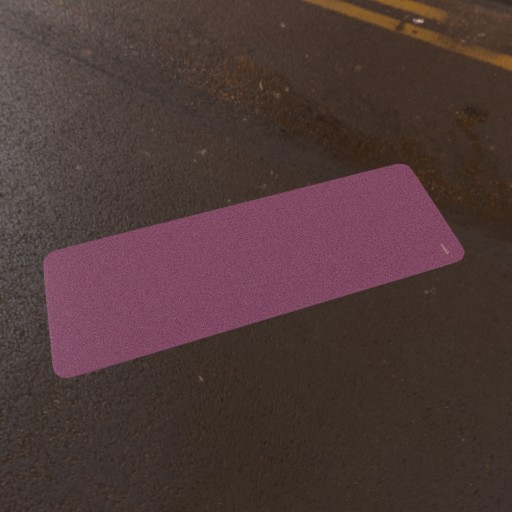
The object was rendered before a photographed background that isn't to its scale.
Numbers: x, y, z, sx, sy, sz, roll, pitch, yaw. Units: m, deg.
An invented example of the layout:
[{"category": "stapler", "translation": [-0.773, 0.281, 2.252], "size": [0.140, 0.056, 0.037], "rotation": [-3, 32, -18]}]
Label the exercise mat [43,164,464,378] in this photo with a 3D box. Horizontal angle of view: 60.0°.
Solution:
[{"category": "exercise mat", "translation": [0.000, 0.000, 2.039], "size": [1.869, 0.021, 0.616], "rotation": [-15, 60, -9]}]
